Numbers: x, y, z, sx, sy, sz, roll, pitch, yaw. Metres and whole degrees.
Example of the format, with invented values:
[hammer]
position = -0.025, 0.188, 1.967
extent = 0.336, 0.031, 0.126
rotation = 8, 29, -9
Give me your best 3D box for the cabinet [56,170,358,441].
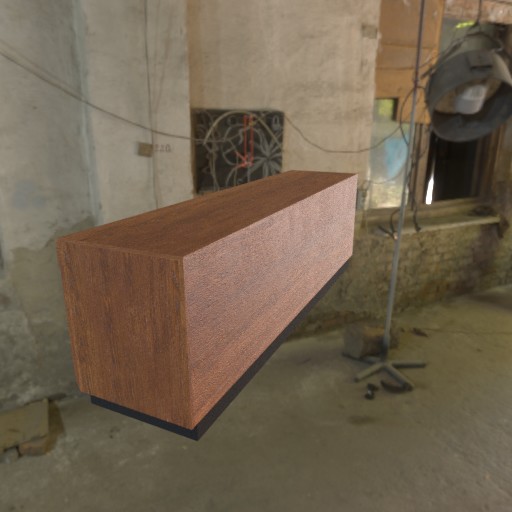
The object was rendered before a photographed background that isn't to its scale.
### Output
[cabinet]
position = 0.000, 0.000, 1.808
extent = 0.419, 0.510, 1.600
rotation = 8, 19, 24
